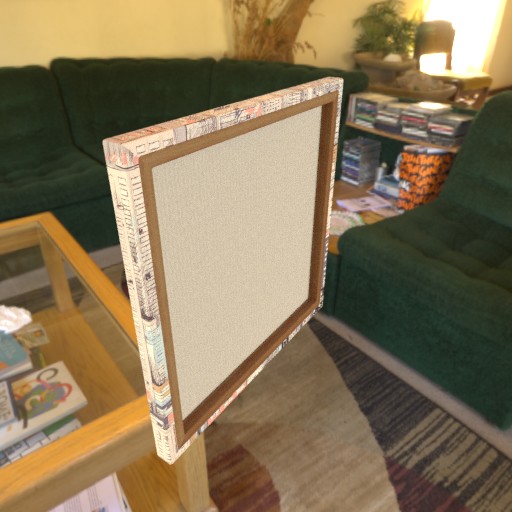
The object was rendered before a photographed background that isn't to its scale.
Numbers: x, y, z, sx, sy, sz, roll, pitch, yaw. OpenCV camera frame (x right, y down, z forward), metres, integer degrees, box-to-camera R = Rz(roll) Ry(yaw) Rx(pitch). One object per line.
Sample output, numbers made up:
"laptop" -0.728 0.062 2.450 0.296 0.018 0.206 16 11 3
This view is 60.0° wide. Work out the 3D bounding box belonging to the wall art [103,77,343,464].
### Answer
"wall art" 0.000 0.000 0.900 0.038 0.608 0.607 19 35 30
